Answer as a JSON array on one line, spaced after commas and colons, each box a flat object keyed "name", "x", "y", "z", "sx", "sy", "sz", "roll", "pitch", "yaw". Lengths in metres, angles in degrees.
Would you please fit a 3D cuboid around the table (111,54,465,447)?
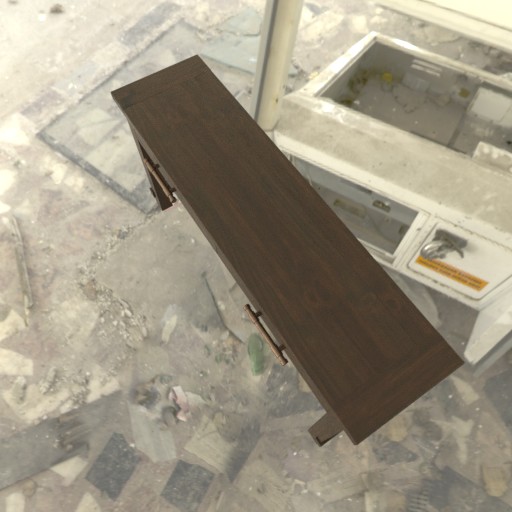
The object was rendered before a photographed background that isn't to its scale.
[{"name": "table", "x": 0.000, "y": 0.000, "z": 1.902, "sx": 0.442, "sy": 0.762, "sz": 1.599, "roll": -30, "pitch": 67, "yaw": -14}]
